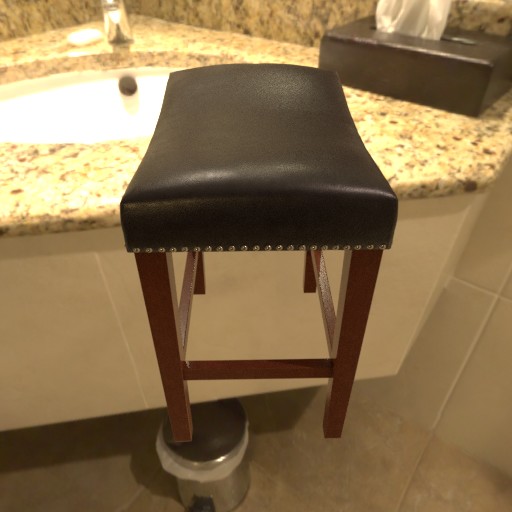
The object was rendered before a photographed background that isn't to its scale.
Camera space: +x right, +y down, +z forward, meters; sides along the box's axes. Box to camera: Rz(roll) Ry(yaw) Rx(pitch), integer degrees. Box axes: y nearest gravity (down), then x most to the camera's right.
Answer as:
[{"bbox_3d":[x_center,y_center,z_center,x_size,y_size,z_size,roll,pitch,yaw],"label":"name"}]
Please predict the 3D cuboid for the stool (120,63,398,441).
[{"bbox_3d":[0.000,0.000,0.939,0.372,0.654,0.504,-1,40,-1],"label":"stool"}]
